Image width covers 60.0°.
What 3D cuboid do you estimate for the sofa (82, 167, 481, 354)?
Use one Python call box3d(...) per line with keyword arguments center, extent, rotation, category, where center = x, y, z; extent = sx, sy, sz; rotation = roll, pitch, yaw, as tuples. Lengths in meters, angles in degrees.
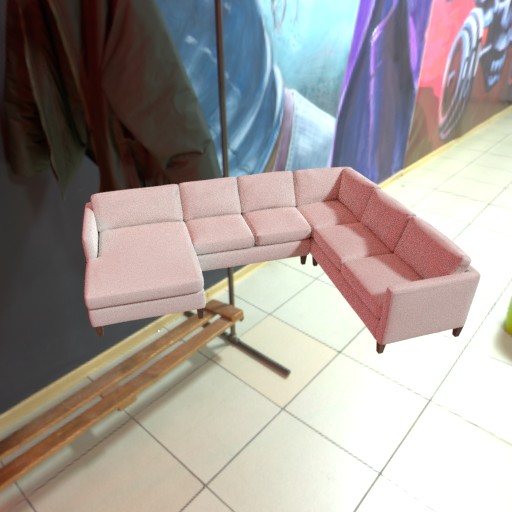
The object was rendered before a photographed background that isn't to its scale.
box3d(center=(0.000, 0.000, 4.664), extent=(3.459, 0.956, 2.593), rotation=(-9, 33, -14), category="sofa")
